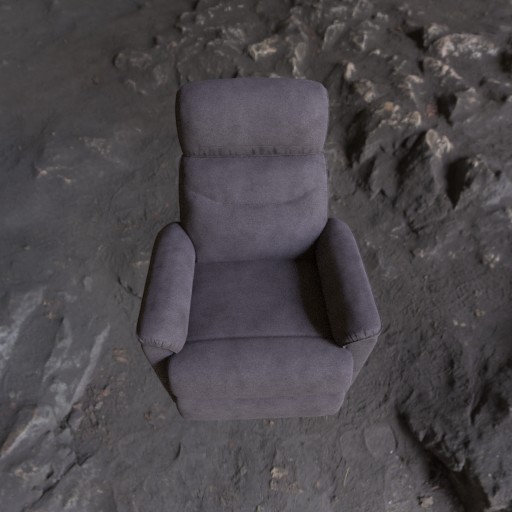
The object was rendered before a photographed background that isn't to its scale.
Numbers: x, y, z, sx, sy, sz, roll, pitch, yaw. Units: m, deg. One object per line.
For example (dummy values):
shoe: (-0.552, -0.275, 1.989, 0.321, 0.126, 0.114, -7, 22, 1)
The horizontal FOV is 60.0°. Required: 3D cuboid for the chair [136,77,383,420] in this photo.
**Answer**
chair: (0.000, 0.000, 1.773, 0.830, 1.036, 1.009, -2, 48, -1)
